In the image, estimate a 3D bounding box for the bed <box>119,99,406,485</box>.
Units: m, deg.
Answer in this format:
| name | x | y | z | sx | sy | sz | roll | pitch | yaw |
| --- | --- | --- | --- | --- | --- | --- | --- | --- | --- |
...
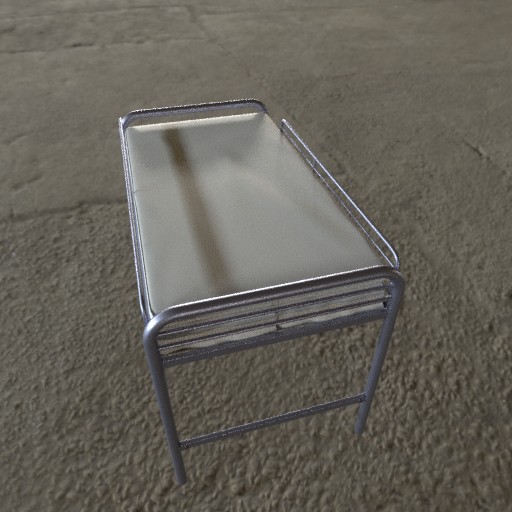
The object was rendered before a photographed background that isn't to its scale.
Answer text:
| name | x | y | z | sx | sy | sz | roll | pitch | yaw |
| --- | --- | --- | --- | --- | --- | --- | --- | --- | --- |
| bed | 0.000 | 0.000 | 2.815 | 1.415 | 1.288 | 1.965 | -10 | 40 | -12 |
